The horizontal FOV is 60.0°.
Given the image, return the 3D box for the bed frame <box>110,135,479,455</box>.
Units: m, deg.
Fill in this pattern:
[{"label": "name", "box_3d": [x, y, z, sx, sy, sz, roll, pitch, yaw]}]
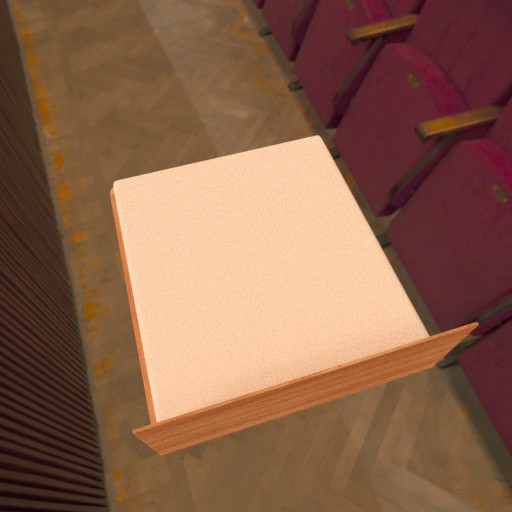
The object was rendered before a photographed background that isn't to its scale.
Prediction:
[{"label": "bed frame", "box_3d": [0.000, 0.000, 3.166, 1.872, 0.940, 2.092, -15, 60, -9]}]
